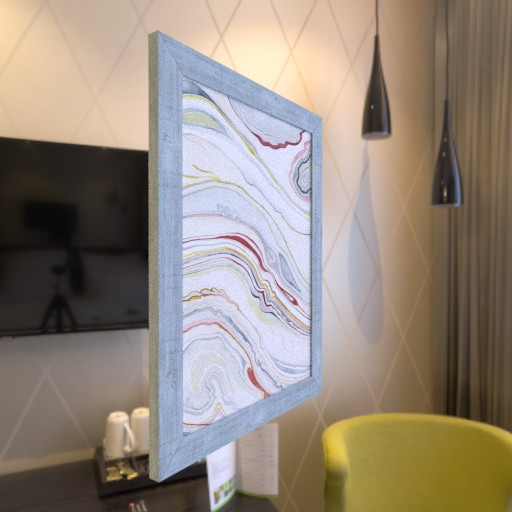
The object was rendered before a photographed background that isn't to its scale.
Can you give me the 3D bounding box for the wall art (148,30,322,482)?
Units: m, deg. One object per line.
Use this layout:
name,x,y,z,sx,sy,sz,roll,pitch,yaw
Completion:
wall art,0.000,0.000,0.802,0.020,0.613,0.481,0,1,36
